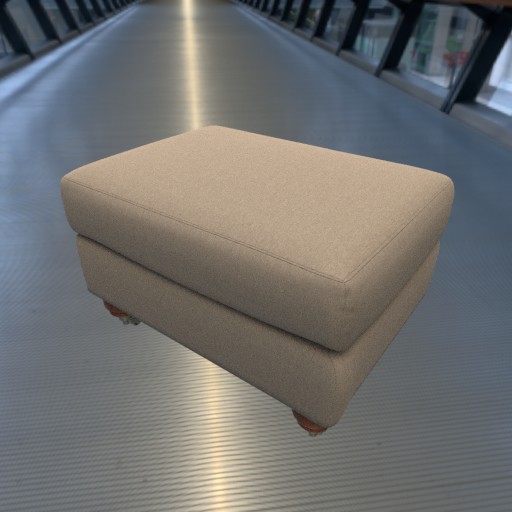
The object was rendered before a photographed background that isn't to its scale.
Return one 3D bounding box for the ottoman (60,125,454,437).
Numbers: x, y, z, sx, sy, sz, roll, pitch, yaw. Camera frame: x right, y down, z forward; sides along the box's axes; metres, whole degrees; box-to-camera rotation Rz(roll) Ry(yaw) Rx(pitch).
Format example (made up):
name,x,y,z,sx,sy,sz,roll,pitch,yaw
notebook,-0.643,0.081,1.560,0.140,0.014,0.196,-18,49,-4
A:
name,x,y,z,sx,sy,sz,roll,pitch,yaw
ottoman,0.000,0.000,1.124,0.773,0.497,0.574,21,37,31
